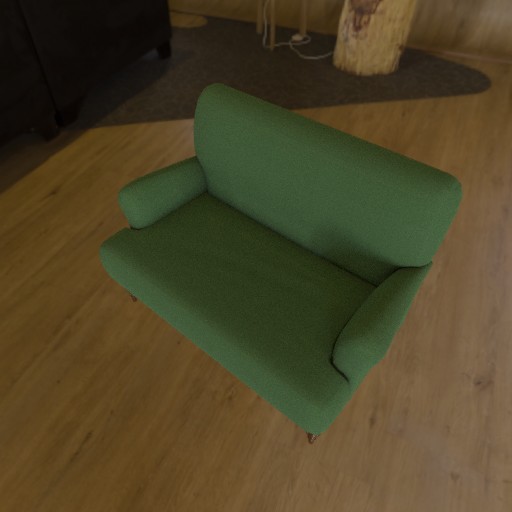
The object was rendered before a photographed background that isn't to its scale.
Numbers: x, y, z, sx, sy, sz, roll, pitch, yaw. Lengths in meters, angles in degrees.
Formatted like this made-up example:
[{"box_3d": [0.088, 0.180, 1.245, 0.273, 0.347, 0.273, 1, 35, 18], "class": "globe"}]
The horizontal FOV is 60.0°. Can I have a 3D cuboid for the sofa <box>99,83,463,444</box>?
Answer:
[{"box_3d": [0.000, 0.000, 1.819, 1.297, 0.889, 0.779, 31, 53, 27], "class": "sofa"}]
